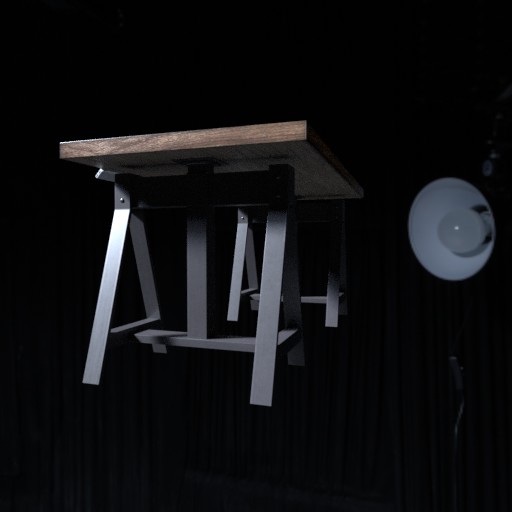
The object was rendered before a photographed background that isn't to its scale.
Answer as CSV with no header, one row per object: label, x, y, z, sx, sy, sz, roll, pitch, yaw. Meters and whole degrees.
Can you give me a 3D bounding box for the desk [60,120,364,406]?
desk,0.000,0.000,1.959,0.784,0.725,1.543,1,2,19
